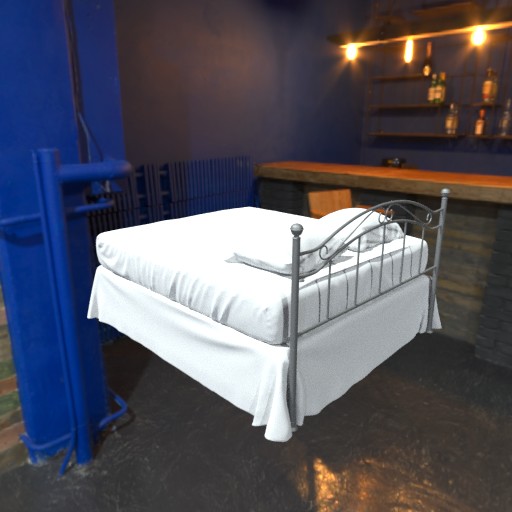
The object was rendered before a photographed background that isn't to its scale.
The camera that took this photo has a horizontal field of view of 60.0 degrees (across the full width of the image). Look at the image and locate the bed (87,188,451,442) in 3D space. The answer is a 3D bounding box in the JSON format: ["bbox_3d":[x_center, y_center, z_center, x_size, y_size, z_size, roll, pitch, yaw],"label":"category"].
[{"bbox_3d":[0.000,0.000,3.383,1.936,1.080,2.215,-16,23,-42],"label":"bed"}]
